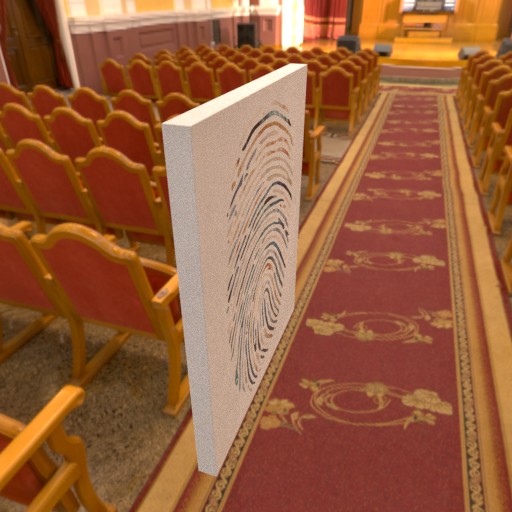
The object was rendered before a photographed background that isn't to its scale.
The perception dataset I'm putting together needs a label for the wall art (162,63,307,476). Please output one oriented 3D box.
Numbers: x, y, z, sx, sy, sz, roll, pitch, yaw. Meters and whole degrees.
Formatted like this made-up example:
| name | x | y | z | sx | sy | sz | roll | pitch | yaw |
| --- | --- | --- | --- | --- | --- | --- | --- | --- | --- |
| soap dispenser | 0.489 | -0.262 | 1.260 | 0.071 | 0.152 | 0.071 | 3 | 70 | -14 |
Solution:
| name | x | y | z | sx | sy | sz | roll | pitch | yaw |
| --- | --- | --- | --- | --- | --- | --- | --- | --- | --- |
| wall art | 0.000 | 0.000 | 0.830 | 0.037 | 0.606 | 0.508 | 10 | 32 | 17 |
